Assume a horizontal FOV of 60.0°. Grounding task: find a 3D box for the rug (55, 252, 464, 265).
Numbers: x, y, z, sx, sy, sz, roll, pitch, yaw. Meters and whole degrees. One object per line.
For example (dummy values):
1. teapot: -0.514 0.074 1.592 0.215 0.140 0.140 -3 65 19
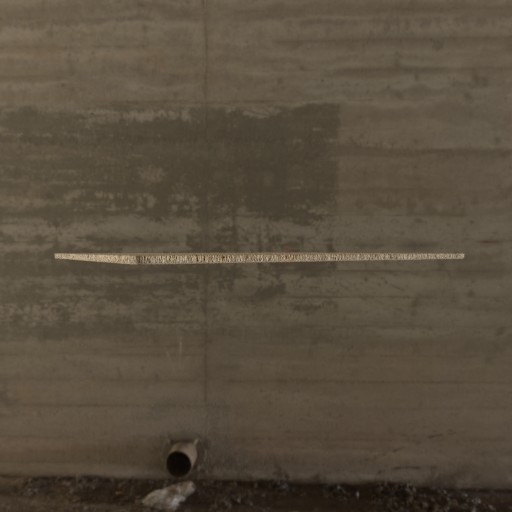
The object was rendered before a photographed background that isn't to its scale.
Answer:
1. rug: 0.000 0.000 2.141 1.600 0.025 1.199 0 1 -34
